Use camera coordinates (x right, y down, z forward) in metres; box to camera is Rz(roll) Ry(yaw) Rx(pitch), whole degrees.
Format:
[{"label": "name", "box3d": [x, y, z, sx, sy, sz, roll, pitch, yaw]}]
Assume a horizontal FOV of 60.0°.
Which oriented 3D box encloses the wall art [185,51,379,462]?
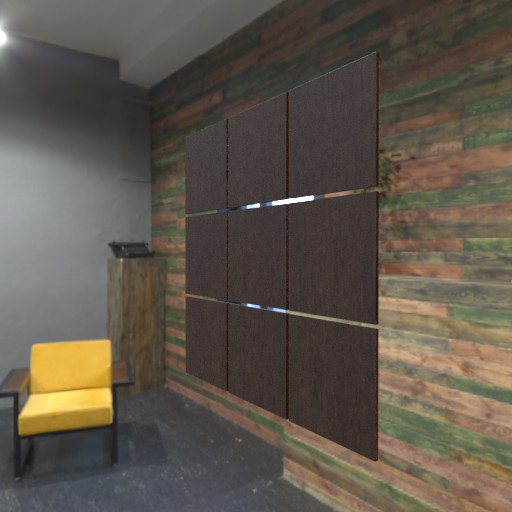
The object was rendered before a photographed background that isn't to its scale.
[{"label": "wall art", "box3d": [0.000, 0.000, 1.803, 0.013, 1.213, 1.215, 0, 1, -36]}]
